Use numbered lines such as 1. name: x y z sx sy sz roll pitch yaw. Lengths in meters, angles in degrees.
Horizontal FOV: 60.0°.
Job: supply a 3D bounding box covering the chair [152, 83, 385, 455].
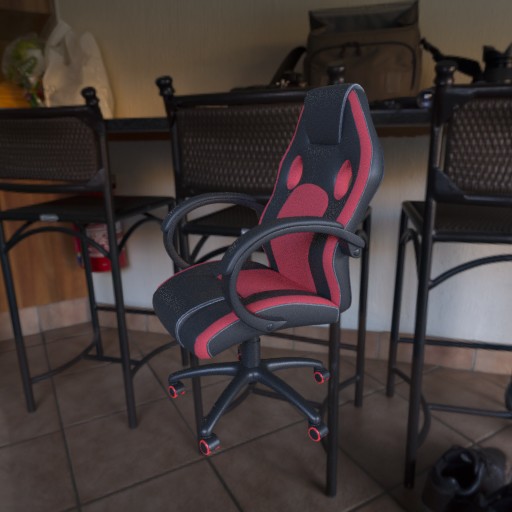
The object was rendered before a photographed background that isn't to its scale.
1. chair: 0.000 0.000 1.606 0.724 1.187 0.673 -8 18 -26
